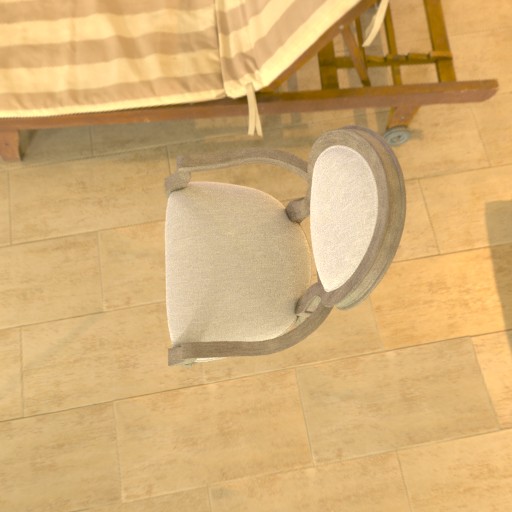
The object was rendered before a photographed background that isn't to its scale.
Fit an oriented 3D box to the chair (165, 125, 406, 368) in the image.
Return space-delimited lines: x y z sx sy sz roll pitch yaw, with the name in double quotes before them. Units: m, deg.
"chair" 0.000 0.000 1.357 0.602 0.991 0.611 -4 75 -1
